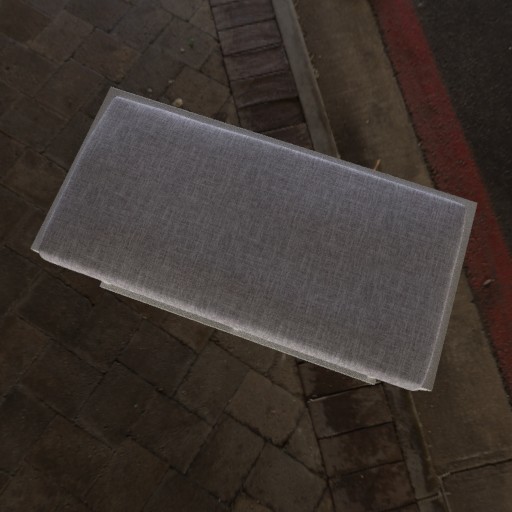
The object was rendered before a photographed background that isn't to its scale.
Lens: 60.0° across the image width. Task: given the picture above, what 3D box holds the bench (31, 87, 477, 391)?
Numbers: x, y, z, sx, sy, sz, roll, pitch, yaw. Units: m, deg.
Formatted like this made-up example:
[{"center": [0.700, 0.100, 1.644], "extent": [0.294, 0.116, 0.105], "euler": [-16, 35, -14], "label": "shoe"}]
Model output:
[{"center": [0.000, 0.000, 0.996], "extent": [0.734, 0.461, 0.362], "euler": [19, 76, 5], "label": "bench"}]
